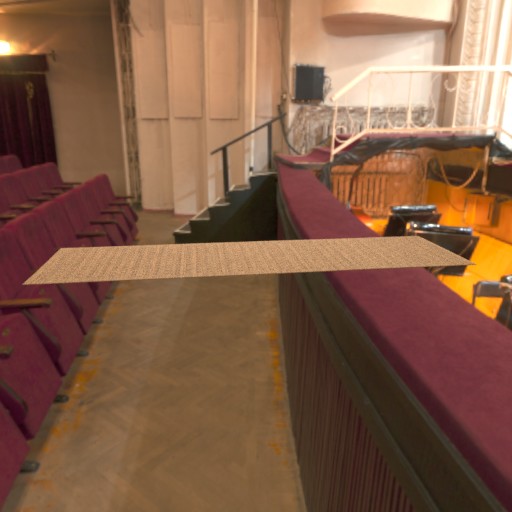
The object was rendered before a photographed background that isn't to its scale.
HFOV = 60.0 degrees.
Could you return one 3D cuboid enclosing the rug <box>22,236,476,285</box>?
[{"bbox_3d":[0.000,0.000,2.686,2.437,0.005,0.688,-2,16,-8],"label":"rug"}]
